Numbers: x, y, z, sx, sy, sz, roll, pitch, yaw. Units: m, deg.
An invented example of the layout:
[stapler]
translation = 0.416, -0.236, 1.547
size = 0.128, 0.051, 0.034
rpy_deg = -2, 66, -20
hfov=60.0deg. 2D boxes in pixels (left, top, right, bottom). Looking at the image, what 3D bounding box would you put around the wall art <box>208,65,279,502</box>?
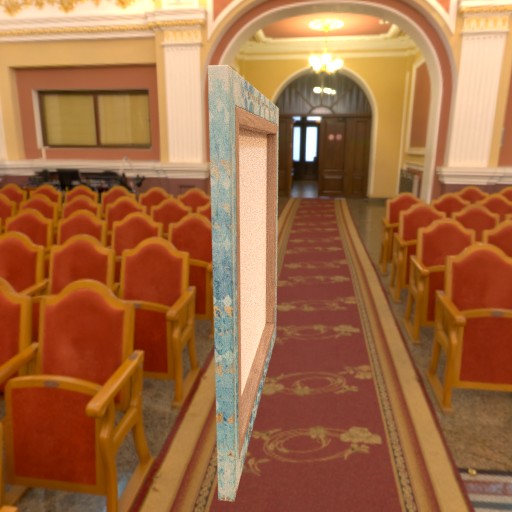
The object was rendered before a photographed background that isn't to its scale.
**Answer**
[wall art]
translation = 0.000, 0.000, 1.330
size = 0.040, 0.916, 0.916
rpy_deg = 2, 14, 8
